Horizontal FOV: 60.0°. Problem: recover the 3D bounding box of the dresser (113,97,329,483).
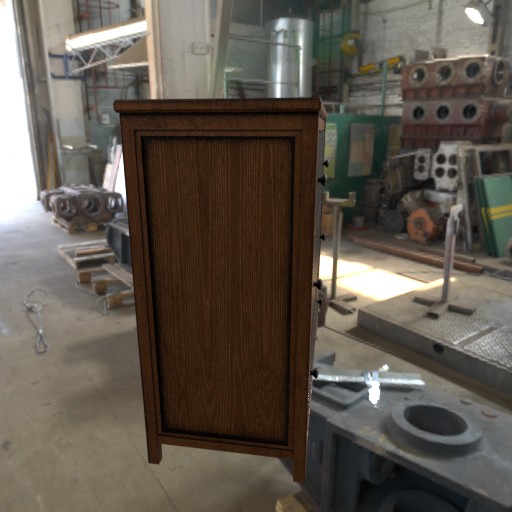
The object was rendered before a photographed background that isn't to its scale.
[{"bbox_3d":[0.000,0.000,1.935,0.591,1.224,1.250,3,16,9],"label":"dresser"}]
